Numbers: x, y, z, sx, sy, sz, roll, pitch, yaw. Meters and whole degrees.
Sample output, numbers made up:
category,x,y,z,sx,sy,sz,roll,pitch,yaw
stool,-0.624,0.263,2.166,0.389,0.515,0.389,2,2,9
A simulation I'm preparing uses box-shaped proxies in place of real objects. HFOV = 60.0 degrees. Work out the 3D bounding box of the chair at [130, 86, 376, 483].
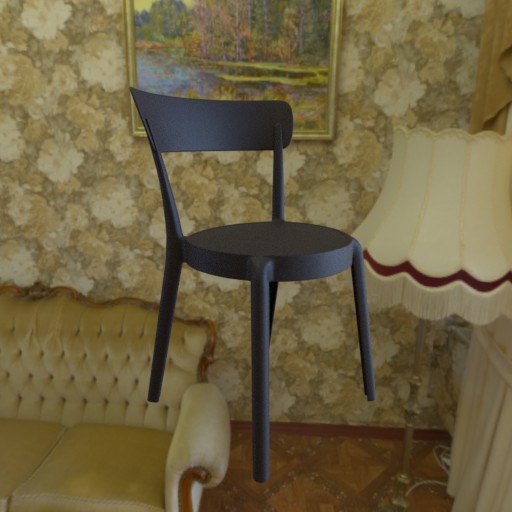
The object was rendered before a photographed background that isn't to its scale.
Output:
category,x,y,z,sx,sy,sz,roll,pitch,yaw
chair,0.000,0.000,1.118,0.506,0.790,0.491,-14,20,-43
